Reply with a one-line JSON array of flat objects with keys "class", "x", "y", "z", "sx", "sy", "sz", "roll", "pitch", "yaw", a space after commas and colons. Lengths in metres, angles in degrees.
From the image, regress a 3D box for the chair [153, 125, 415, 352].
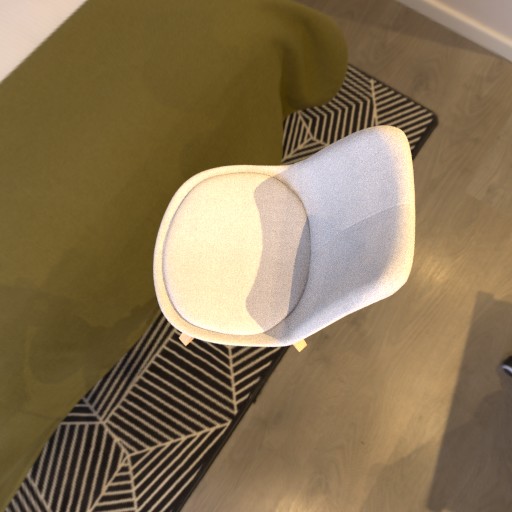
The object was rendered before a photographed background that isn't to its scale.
[{"class": "chair", "x": 0.000, "y": 0.000, "z": 1.169, "sx": 0.549, "sy": 0.863, "sz": 0.474, "roll": 4, "pitch": 75, "yaw": 1}]
